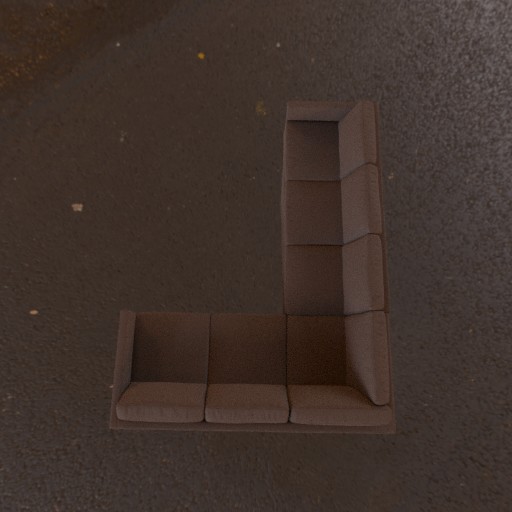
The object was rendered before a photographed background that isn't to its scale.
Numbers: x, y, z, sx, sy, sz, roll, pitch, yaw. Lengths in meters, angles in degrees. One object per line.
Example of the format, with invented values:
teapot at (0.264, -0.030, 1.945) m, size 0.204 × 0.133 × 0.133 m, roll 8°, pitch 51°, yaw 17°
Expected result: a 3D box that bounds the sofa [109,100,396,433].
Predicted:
sofa at (0.000, 0.000, 4.353) m, size 2.432 × 0.871 × 3.182 m, roll 1°, pitch 75°, yaw 0°
